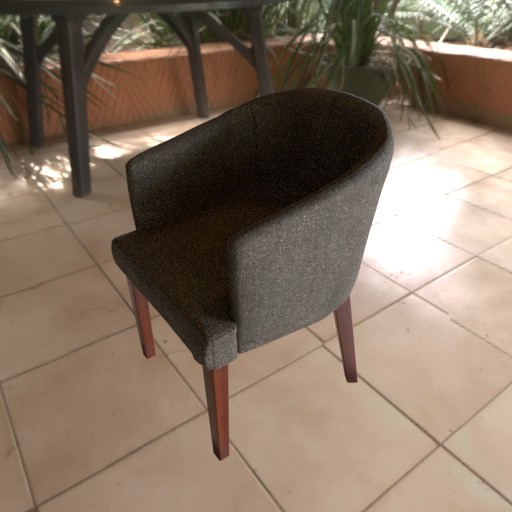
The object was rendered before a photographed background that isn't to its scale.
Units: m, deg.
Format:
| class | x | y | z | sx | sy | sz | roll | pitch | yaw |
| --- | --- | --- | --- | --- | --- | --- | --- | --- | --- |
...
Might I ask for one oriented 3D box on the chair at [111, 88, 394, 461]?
| class | x | y | z | sx | sy | sz | roll | pitch | yaw |
| --- | --- | --- | --- | --- | --- | --- | --- | --- | --- |
| chair | 0.000 | 0.000 | 1.259 | 0.655 | 0.811 | 0.583 | -22 | 39 | -30 |
